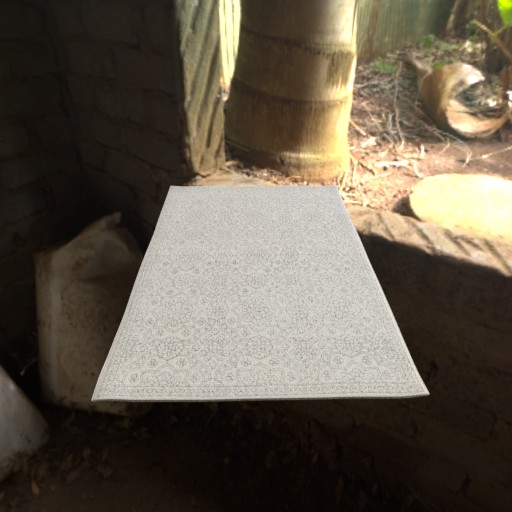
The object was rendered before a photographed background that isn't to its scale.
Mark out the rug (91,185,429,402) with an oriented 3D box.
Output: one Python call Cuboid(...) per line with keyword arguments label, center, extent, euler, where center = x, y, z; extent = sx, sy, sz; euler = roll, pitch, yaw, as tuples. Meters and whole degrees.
Cuboid(label="rug", center=(0.000, 0.000, 2.406), extent=(1.214, 0.023, 1.947), euler=(-1, 32, -1))
